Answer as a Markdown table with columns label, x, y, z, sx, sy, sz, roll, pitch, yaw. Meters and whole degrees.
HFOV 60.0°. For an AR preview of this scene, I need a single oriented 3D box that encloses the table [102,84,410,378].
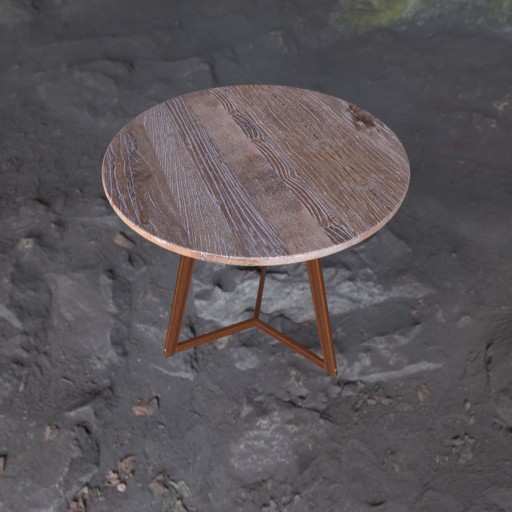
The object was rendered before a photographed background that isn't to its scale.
| label | x | y | z | sx | sy | sz | roll | pitch | yaw |
| --- | --- | --- | --- | --- | --- | --- | --- | --- | --- |
| table | 0.000 | 0.000 | 0.915 | 0.500 | 0.500 | 0.500 | 0 | 46 | 0 |
